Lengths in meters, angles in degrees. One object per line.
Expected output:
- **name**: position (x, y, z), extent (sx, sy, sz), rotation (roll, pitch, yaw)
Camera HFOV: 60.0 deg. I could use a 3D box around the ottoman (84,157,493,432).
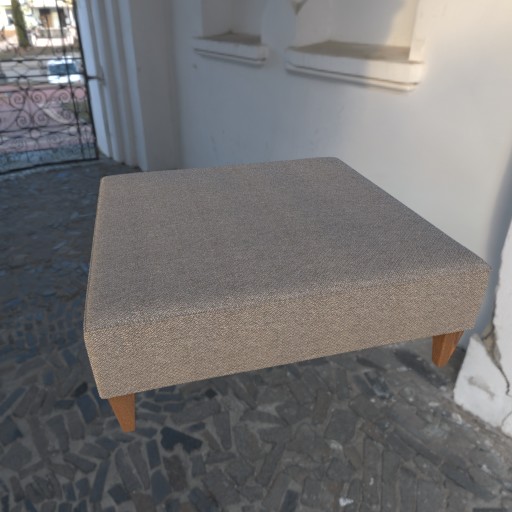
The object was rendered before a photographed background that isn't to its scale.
- **ottoman**: position (0.000, 0.000, 1.465), extent (0.981, 0.378, 0.970), rotation (-7, 30, -13)
